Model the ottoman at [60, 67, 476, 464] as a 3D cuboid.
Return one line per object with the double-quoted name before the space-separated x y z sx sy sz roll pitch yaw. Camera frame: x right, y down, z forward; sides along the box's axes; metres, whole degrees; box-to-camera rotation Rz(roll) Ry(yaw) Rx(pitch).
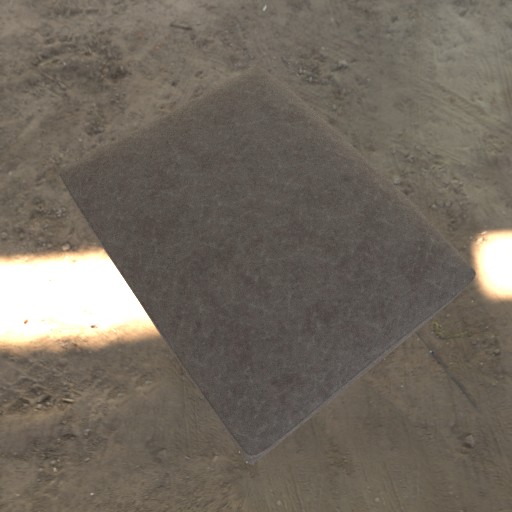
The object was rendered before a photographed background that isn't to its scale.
"ottoman" 0.000 0.000 1.092 0.584 0.513 0.741 -34 69 -15
